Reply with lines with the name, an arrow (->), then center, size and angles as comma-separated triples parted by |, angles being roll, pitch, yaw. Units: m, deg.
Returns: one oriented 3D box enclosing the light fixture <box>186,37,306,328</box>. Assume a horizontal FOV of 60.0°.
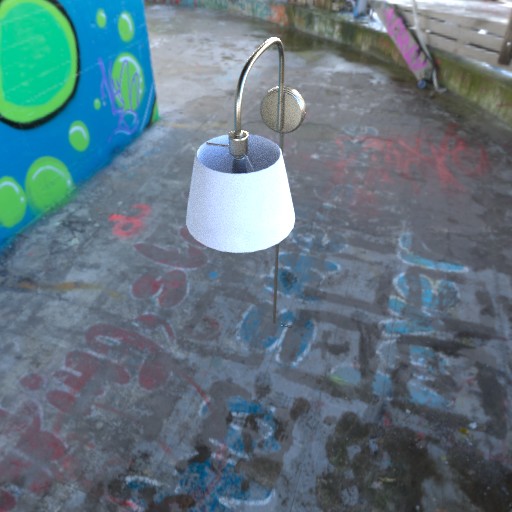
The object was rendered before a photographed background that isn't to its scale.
light fixture -> 0.000, 0.000, 0.458 | 0.092, 0.399, 0.176 | 12, 42, 14
